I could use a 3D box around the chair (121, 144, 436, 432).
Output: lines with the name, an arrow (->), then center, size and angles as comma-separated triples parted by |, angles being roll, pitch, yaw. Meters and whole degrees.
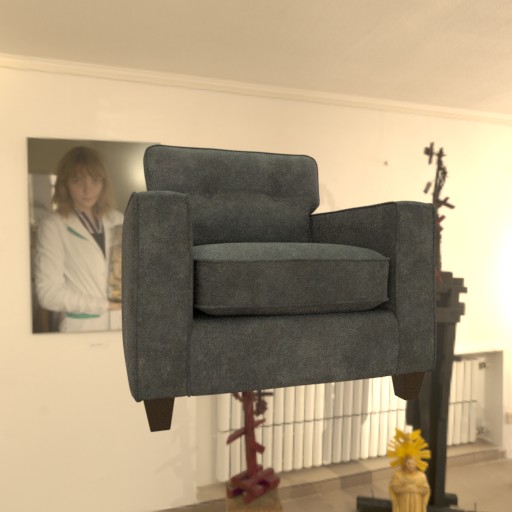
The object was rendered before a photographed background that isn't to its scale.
chair -> 0.000, 0.000, 1.759 | 1.015, 0.965, 0.939 | 0, 1, -18
